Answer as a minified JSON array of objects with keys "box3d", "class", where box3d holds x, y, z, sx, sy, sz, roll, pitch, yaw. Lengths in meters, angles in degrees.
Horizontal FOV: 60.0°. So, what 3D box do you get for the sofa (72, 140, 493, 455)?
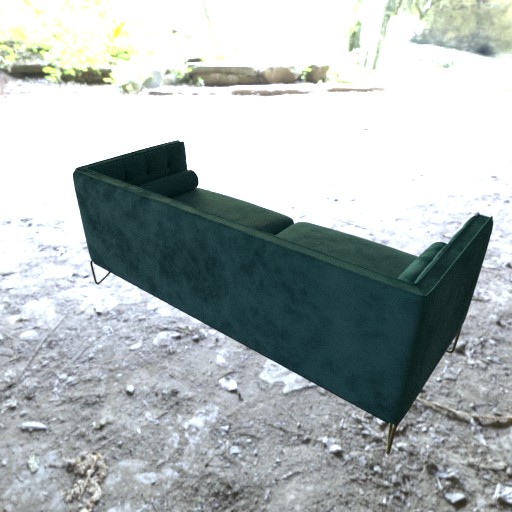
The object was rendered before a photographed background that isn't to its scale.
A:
[{"box3d":[0.000,0.000,2.438,2.087,0.789,0.867,22,36,33],"class":"sofa"}]
